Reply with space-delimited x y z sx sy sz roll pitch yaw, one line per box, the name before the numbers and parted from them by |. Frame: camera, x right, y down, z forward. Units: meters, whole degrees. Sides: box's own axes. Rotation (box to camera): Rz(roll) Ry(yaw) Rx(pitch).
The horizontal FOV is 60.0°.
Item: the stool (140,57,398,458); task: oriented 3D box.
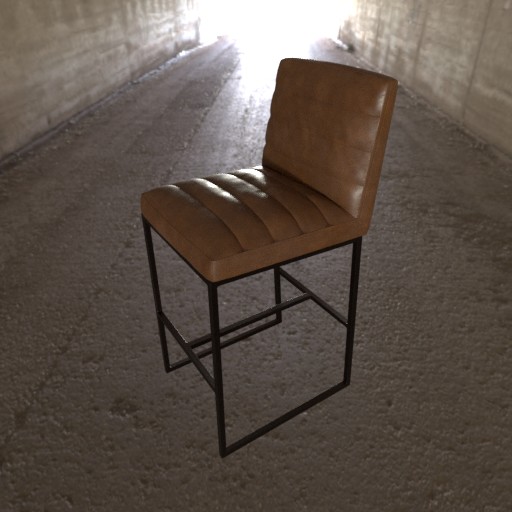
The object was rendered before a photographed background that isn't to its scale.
stool | 0.000 0.000 1.370 0.562 1.065 0.463 -19 37 -28
